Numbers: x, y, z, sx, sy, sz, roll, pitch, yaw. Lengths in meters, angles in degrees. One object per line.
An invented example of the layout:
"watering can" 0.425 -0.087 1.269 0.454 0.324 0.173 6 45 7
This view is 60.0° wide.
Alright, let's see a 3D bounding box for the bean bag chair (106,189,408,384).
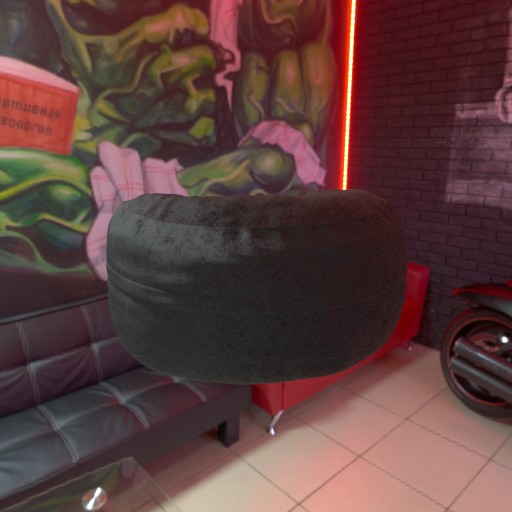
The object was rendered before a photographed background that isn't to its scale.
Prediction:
"bean bag chair" 0.000 0.000 2.327 1.525 0.751 1.525 0 14 0
